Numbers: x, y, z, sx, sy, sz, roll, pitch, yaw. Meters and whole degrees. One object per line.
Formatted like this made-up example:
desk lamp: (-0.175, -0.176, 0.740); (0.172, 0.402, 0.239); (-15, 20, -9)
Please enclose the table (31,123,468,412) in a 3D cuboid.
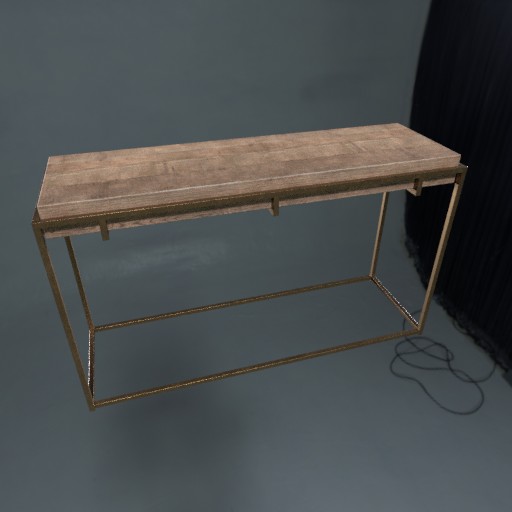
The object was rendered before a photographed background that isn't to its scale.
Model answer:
table: (0.000, 0.000, 1.743); (1.400, 0.820, 0.440); (-9, 34, -14)
